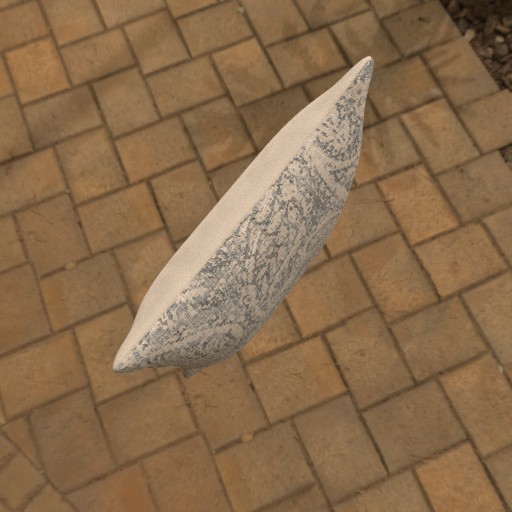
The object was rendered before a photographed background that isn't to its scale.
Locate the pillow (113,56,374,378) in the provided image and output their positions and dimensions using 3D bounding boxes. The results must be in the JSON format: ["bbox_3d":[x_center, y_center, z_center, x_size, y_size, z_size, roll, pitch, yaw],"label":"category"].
[{"bbox_3d":[0.000,0.000,0.786,0.166,0.510,0.523,37,78,9],"label":"pillow"}]
